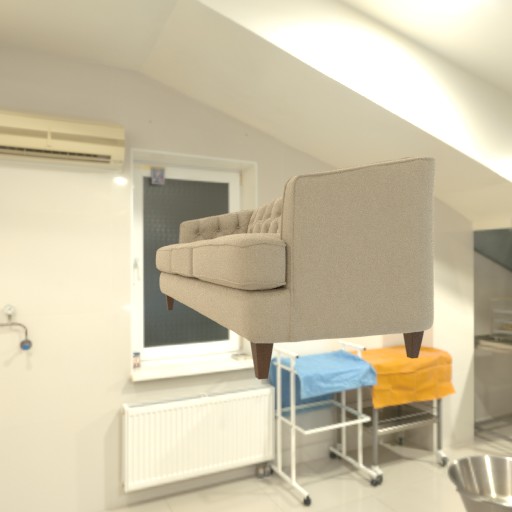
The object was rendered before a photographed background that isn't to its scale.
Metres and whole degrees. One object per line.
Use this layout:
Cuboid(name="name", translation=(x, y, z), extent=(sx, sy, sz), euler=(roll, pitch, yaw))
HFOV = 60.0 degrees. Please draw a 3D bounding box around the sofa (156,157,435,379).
Cuboid(name="sofa", translation=(0.000, 0.000, 2.657), extent=(0.941, 0.855, 2.278), euler=(0, 0, -20))
